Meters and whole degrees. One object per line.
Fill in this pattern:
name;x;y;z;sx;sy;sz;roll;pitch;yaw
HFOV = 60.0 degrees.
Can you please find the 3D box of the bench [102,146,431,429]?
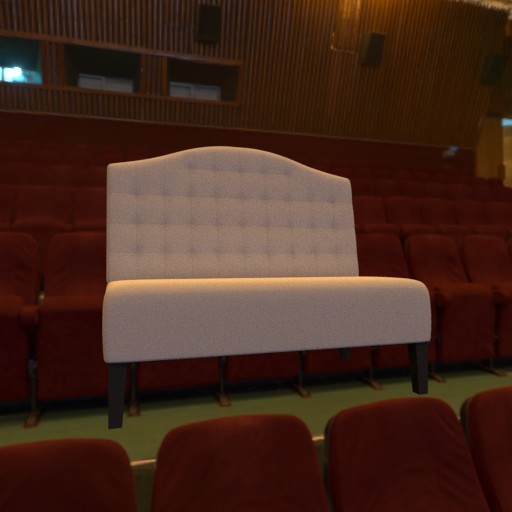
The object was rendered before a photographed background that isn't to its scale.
bench;0.000;0.000;2.066;1.335;1.180;0.815;0;0;-18
